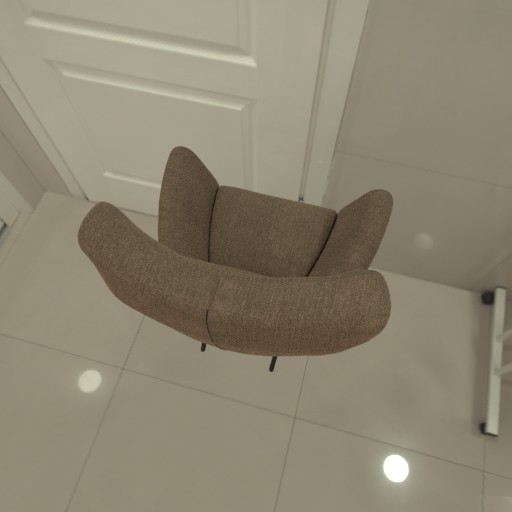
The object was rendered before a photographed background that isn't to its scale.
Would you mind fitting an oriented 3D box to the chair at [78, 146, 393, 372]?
[{"bbox_3d":[0.000,0.000,1.763,0.980,1.040,0.900,14,64,7],"label":"chair"}]
